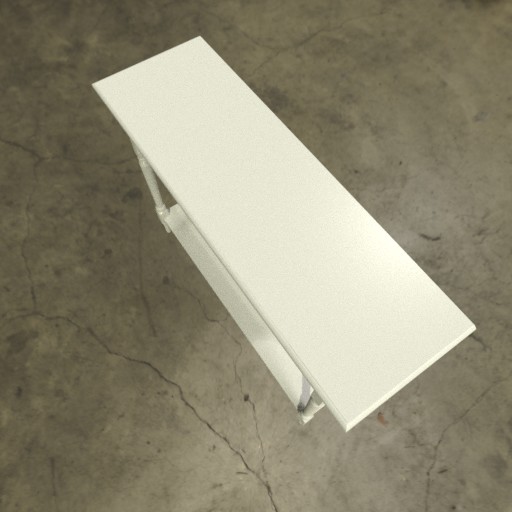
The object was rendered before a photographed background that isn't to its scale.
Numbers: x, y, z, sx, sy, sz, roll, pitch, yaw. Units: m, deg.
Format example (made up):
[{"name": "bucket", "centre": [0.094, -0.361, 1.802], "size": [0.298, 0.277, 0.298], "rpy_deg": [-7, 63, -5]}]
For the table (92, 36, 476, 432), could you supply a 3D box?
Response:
[{"name": "table", "centre": [0.000, 0.000, 1.527], "size": [0.384, 0.808, 1.197], "rpy_deg": [-32, 68, -15]}]
